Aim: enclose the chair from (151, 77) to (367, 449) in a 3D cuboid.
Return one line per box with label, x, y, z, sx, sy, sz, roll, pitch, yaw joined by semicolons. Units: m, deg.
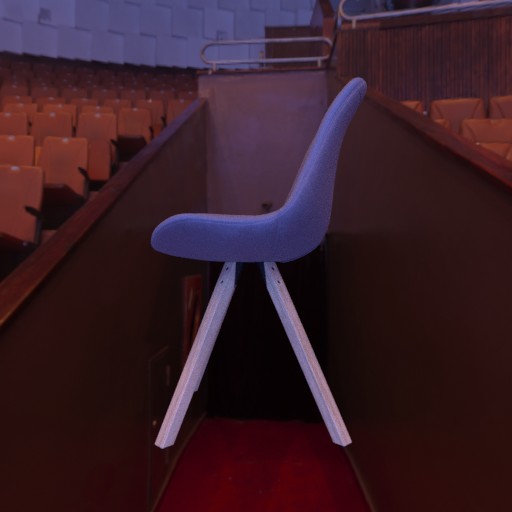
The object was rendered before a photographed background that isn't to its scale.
chair;0.000;0.000;1.205;0.547;0.865;0.483;0;0;0
